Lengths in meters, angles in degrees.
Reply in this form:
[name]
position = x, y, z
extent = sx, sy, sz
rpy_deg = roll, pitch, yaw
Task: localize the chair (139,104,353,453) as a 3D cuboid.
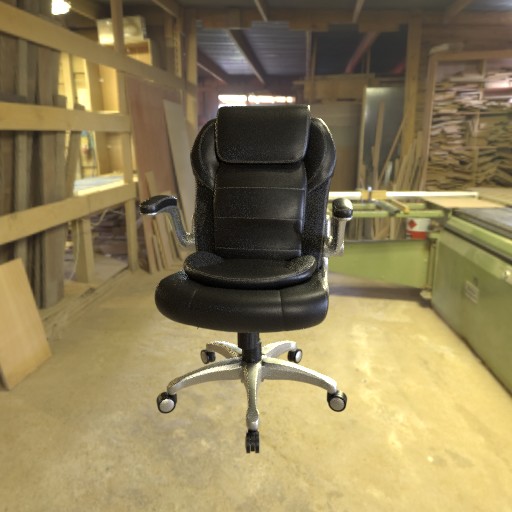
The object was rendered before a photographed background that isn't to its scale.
[chair]
position = 0.000, 0.000, 1.677
extent = 0.724, 1.141, 0.801
rpy_deg = 2, 14, 8
